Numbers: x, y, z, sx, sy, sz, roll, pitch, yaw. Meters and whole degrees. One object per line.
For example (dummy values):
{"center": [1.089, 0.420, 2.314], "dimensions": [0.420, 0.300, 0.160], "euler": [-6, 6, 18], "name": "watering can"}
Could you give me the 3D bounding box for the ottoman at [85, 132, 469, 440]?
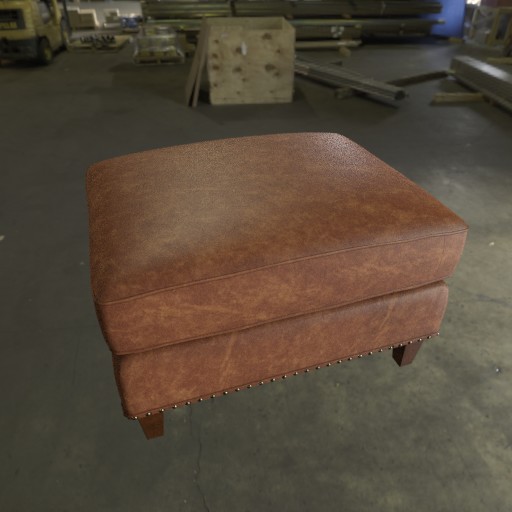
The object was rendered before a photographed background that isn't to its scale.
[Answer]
{"center": [0.000, 0.000, 1.110], "dimensions": [0.742, 0.486, 0.586], "euler": [-11, 36, -15], "name": "ottoman"}
